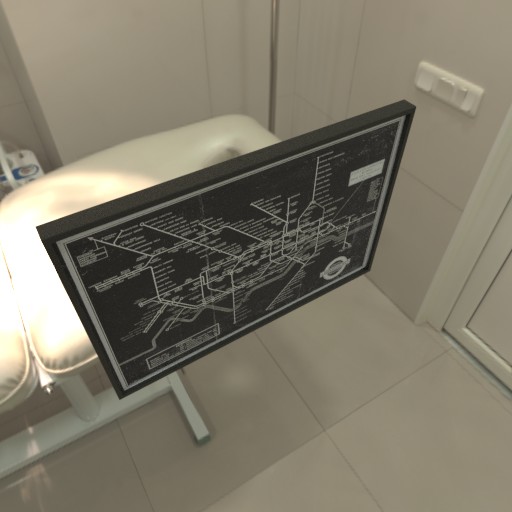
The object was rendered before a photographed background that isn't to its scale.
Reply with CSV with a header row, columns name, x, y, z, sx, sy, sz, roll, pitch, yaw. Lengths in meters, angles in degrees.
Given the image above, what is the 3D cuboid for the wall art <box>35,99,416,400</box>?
name,x,y,z,sx,sy,sz,roll,pitch,yaw
wall art,0.000,0.000,0.573,0.443,0.301,0.021,-24,51,-21
